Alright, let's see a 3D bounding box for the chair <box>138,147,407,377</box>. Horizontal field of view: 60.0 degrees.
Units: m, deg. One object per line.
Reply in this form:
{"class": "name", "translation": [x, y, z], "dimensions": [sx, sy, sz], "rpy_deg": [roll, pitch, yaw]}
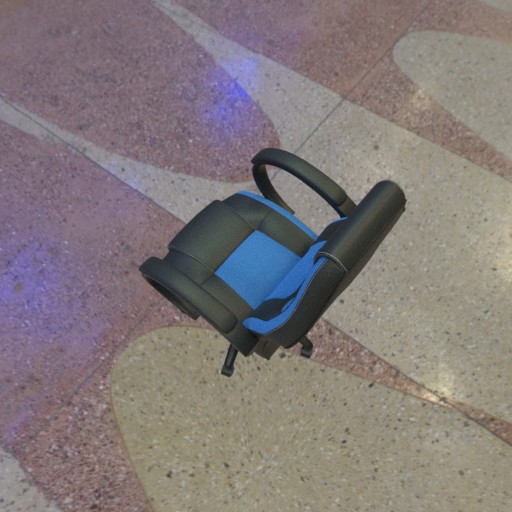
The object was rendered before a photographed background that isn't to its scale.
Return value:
{"class": "chair", "translation": [0.000, 0.000, 1.608], "dimensions": [0.724, 1.187, 0.673], "rpy_deg": [37, 69, 16]}
